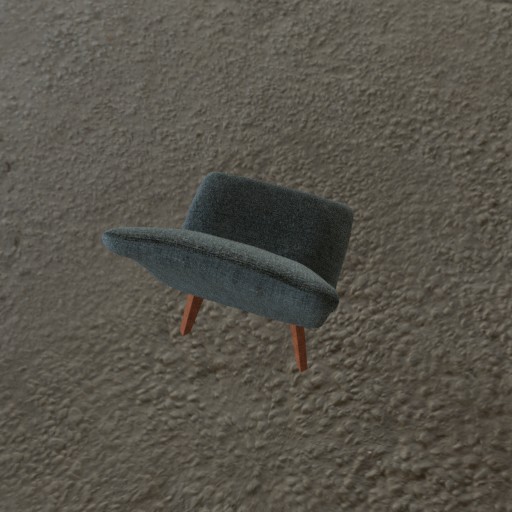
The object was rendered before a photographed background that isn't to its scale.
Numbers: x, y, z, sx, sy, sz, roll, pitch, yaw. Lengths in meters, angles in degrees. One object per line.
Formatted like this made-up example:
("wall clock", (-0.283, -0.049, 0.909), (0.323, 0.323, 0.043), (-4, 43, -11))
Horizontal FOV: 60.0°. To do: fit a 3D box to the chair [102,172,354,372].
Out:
("chair", (0.000, 0.000, 1.336), (0.522, 0.974, 0.563), (16, 66, 7))
